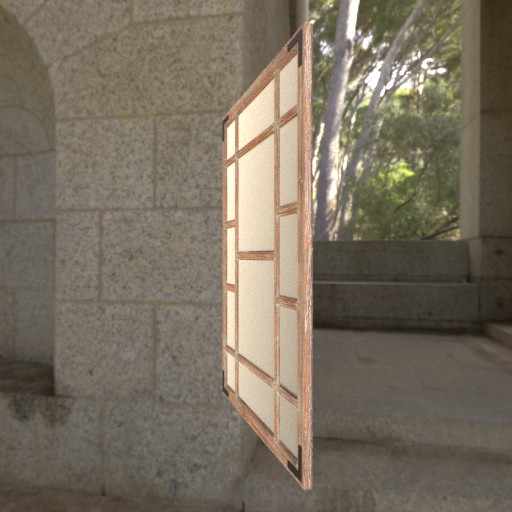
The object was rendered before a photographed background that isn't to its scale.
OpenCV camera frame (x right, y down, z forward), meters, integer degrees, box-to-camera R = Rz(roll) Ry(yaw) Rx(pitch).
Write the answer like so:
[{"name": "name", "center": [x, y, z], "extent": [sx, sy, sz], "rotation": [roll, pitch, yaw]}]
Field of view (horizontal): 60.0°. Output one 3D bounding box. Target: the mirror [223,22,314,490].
[{"name": "mirror", "center": [0.000, 0.000, 1.277], "extent": [0.025, 0.996, 0.705], "rotation": [0, 0, -19]}]
